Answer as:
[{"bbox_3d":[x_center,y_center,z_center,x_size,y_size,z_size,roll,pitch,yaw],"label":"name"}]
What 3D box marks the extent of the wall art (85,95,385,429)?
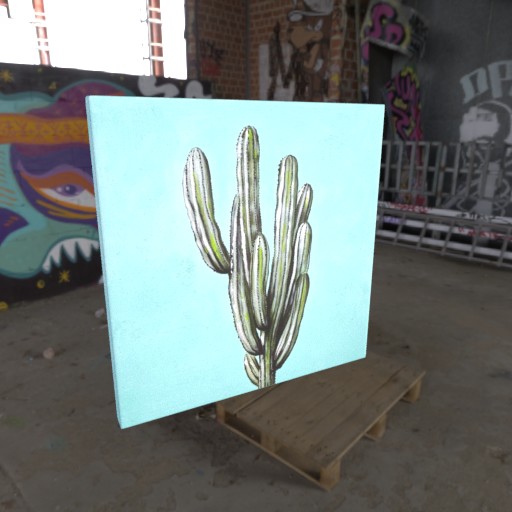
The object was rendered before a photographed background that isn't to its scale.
[{"bbox_3d":[0.000,0.000,1.624,1.071,1.073,0.070,-8,18,-27],"label":"wall art"}]
